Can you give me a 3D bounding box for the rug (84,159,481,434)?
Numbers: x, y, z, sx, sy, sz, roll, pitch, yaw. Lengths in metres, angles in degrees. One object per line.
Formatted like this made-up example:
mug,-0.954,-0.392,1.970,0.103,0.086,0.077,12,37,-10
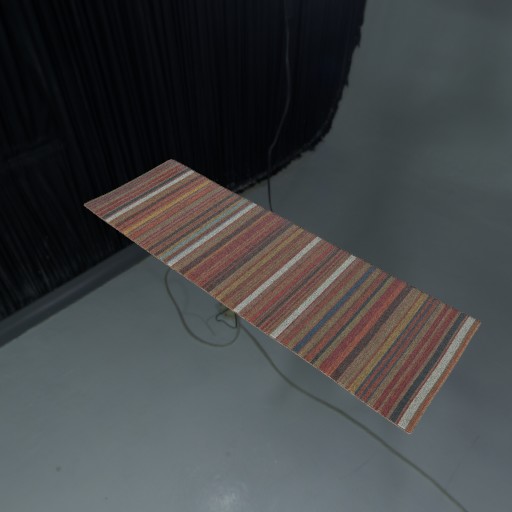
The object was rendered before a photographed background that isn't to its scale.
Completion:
rug,0.000,0.000,2.684,2.444,0.030,0.799,31,52,28
